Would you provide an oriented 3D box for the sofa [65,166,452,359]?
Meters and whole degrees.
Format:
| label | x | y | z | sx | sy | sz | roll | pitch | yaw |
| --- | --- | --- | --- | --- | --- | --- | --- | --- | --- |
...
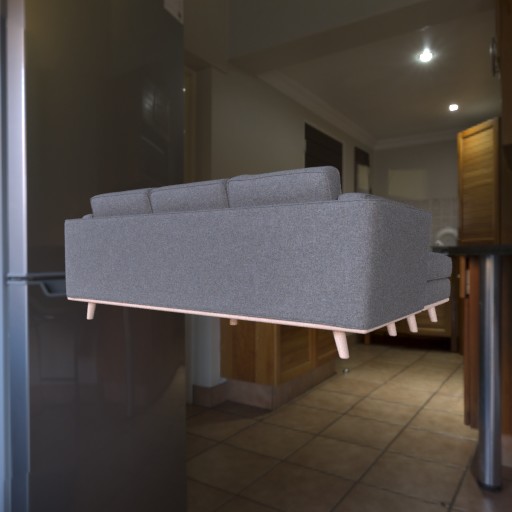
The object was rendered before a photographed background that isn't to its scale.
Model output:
| label | x | y | z | sx | sy | sz | roll | pitch | yaw |
| --- | --- | --- | --- | --- | --- | --- | --- | --- | --- |
| sofa | 0.000 | 0.000 | 3.212 | 2.411 | 0.929 | 1.604 | 1 | 1 | 36 |
